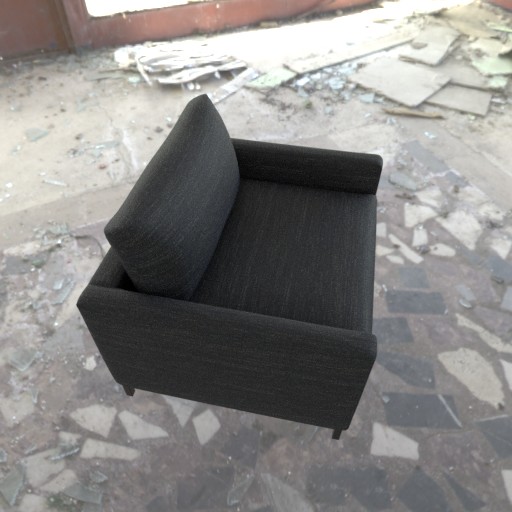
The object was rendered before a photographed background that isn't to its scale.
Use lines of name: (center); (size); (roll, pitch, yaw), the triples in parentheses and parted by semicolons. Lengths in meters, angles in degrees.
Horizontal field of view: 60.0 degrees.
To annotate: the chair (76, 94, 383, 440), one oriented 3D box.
chair: (0.000, 0.000, 1.642); (0.866, 0.861, 0.963); (9, 48, 8)
